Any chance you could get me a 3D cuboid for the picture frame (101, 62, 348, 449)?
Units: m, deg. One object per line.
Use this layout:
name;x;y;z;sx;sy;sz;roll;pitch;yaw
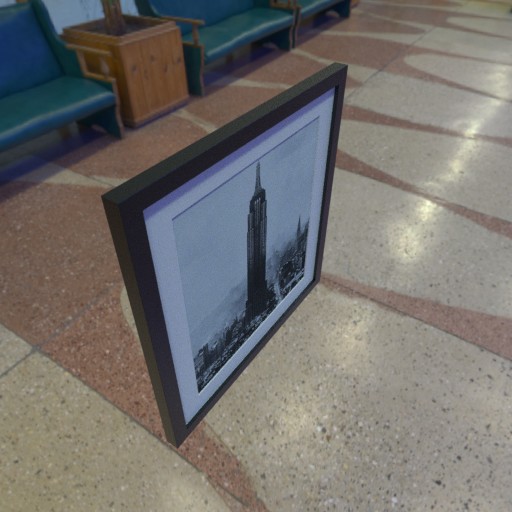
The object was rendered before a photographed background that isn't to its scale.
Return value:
picture frame;0.000;0.000;0.838;0.029;0.557;0.559;25;46;26
